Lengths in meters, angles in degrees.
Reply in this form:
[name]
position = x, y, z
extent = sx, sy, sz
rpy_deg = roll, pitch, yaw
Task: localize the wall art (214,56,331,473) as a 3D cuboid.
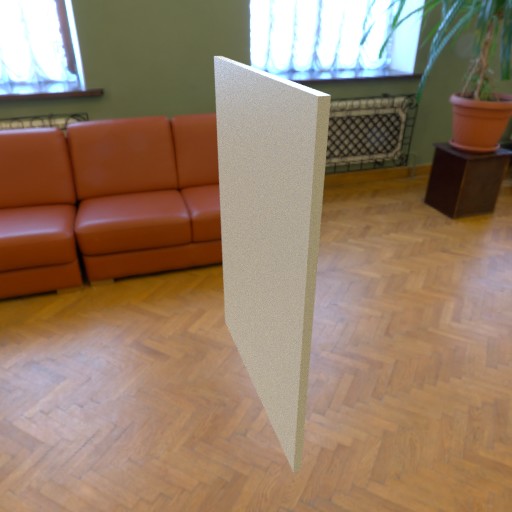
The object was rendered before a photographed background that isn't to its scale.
[wall art]
position = 0.000, 0.000, 0.685
extent = 0.013, 0.533, 0.381
rpy_deg = -10, 31, -16
